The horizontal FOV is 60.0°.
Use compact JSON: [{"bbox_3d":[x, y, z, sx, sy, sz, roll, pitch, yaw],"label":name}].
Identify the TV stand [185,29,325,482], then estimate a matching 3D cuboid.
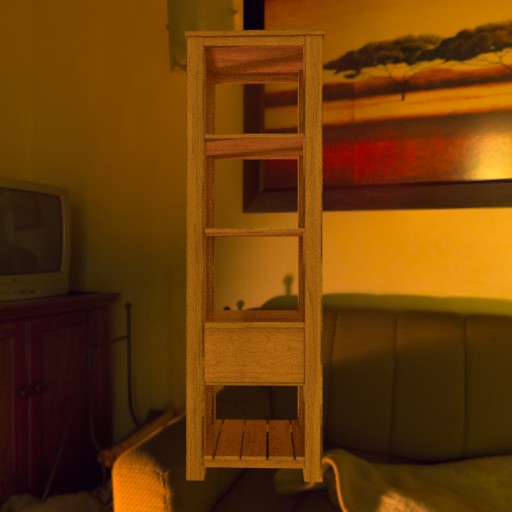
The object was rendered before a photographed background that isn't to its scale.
[{"bbox_3d":[0.000,0.000,2.007,0.565,1.828,0.435,0,0,1],"label":"TV stand"}]
